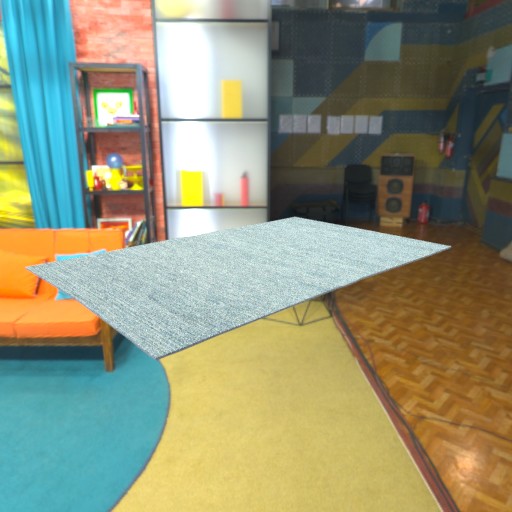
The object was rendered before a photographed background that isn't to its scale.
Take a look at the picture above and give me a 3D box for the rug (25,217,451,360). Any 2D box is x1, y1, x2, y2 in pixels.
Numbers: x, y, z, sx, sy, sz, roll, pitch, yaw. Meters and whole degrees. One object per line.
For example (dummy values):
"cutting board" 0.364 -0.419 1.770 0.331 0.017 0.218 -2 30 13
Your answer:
"rug" 0.000 0.000 2.250 1.853 0.022 1.174 -14 21 -40
